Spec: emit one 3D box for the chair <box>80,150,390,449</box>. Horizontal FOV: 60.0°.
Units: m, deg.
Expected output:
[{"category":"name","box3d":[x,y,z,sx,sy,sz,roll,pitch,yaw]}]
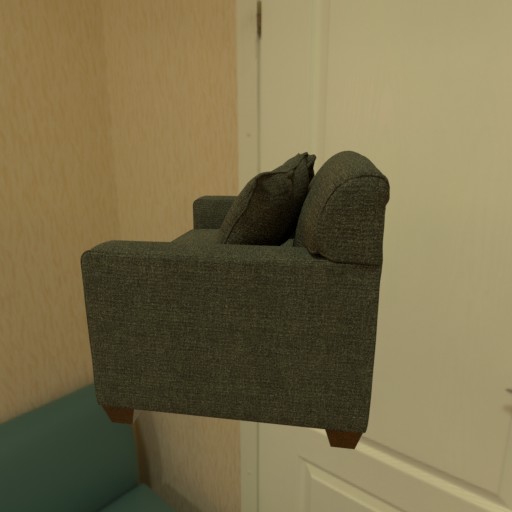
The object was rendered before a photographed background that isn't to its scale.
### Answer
[{"category":"chair","box3d":[0.000,0.000,2.041,1.000,0.948,1.383,3,15,9]}]
